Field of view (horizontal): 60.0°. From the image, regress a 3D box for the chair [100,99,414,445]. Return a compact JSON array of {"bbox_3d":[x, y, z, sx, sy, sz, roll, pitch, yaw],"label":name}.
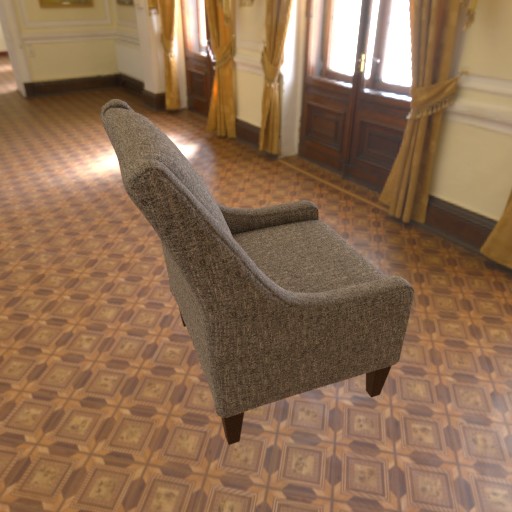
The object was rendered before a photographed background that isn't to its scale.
[{"bbox_3d":[0.000,0.000,1.604,0.870,1.014,0.774,-11,33,-18],"label":"chair"}]
